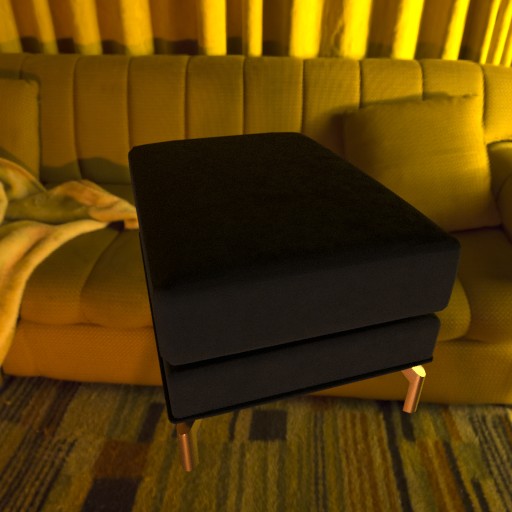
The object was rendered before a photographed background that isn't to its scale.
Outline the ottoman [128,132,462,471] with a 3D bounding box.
[{"bbox_3d":[0.000,0.000,1.193,0.587,0.498,0.835,-9,32,-14],"label":"ottoman"}]
